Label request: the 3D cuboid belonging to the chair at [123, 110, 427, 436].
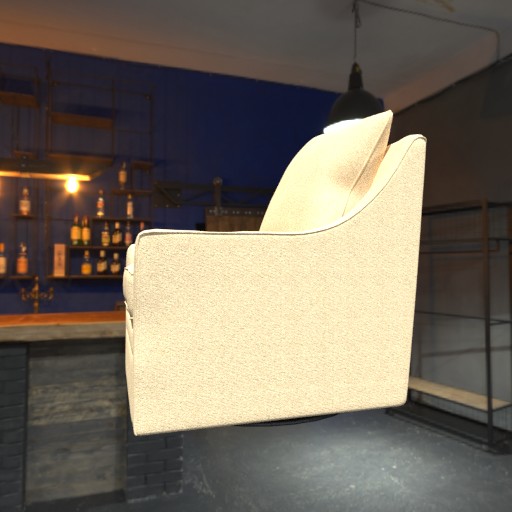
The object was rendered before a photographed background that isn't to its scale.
[{"bbox_3d":[0.000,0.000,1.543,0.876,0.927,0.760,0,-1,-18],"label":"chair"}]
